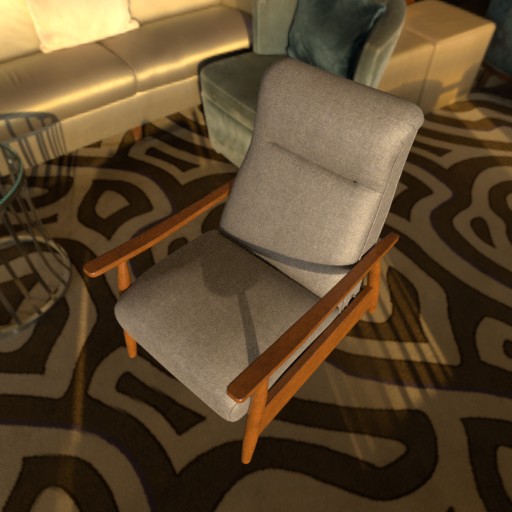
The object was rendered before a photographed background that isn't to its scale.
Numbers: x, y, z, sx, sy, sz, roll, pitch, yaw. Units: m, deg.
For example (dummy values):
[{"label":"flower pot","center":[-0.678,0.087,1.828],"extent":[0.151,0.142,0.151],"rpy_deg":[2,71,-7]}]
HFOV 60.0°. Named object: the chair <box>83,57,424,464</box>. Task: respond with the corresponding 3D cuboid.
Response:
[{"label":"chair","center":[0.000,0.000,1.719],"extent":[0.762,1.081,1.014],"rpy_deg":[33,55,26]}]
